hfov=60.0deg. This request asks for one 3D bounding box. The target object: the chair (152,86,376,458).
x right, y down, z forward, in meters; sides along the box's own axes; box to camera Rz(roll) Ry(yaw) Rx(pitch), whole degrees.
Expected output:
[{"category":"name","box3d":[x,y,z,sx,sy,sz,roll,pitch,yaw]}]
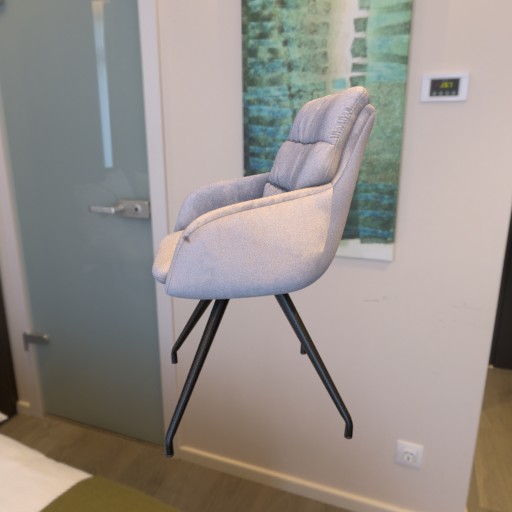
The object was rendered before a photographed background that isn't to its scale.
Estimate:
[{"category":"chair","box3d":[0.000,0.000,1.263,0.569,0.888,0.579,-2,15,-8]}]
